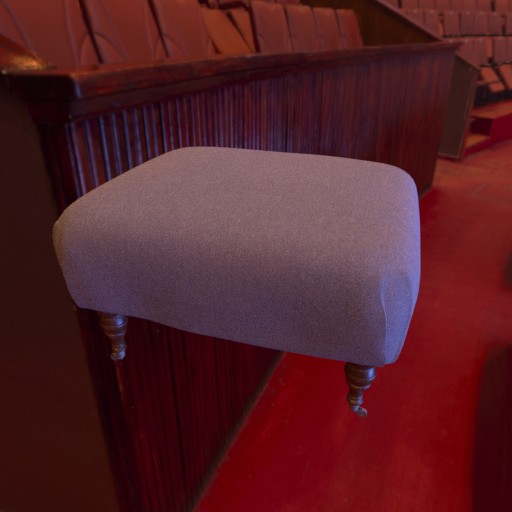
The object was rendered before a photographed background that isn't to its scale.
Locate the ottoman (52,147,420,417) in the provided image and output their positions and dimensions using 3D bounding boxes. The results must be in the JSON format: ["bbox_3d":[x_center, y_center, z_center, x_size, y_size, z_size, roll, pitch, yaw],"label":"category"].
[{"bbox_3d":[0.000,0.000,1.114,0.747,0.450,0.622,8,28,15],"label":"ottoman"}]
